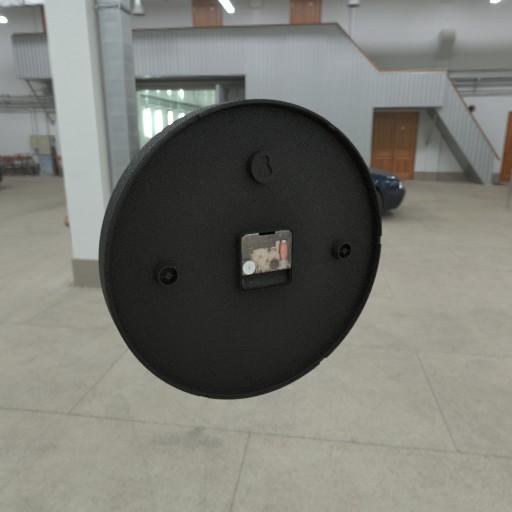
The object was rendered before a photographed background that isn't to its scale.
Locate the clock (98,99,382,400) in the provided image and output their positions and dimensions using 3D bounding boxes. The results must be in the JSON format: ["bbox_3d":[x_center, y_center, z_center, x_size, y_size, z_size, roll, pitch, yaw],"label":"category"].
[{"bbox_3d":[0.000,0.000,0.439,0.293,0.293,0.040,-8,17,-26],"label":"clock"}]
